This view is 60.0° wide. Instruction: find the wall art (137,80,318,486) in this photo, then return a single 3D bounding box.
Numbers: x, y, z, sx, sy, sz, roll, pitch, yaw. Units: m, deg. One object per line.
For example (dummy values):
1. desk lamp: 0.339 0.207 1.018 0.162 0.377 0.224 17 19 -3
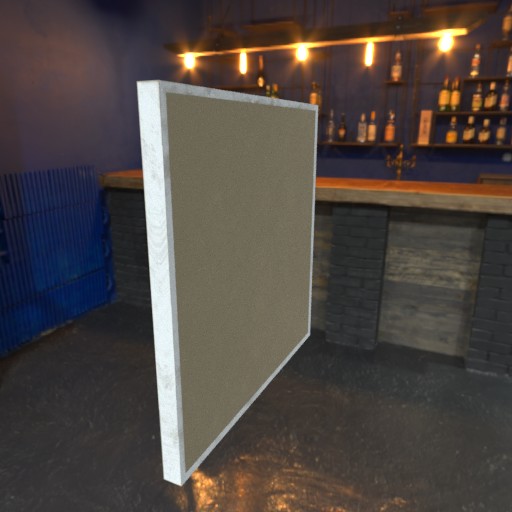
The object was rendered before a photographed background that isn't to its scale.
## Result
1. wall art: 0.000 0.000 0.747 0.029 0.506 0.508 8 17 25
